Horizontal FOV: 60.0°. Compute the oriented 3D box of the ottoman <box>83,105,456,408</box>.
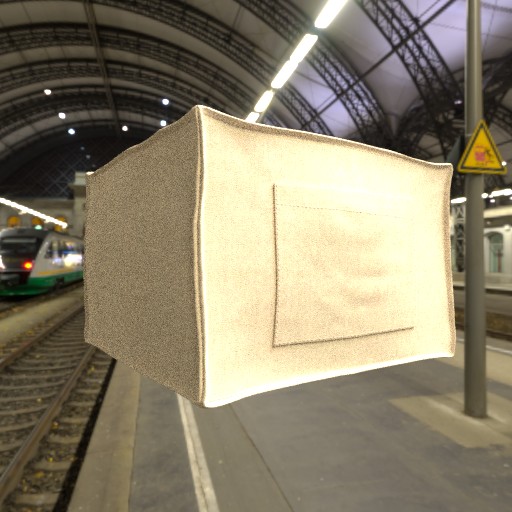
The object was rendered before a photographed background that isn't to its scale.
[{"bbox_3d":[0.000,0.000,1.111,0.707,0.470,0.696,0,0,-35],"label":"ottoman"}]
